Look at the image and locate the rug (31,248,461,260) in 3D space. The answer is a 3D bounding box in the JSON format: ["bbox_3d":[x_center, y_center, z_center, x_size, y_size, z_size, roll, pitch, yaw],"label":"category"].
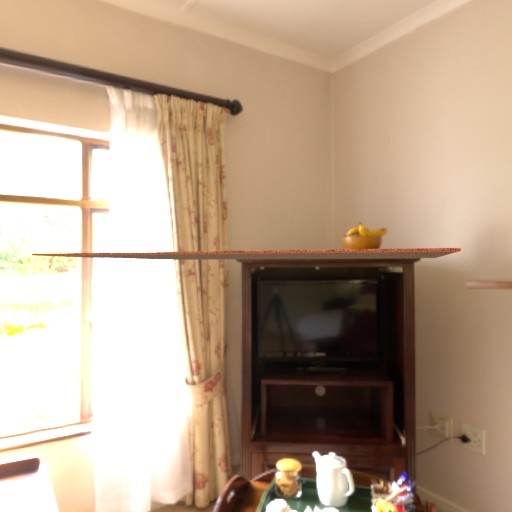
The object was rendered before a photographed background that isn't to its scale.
[{"bbox_3d":[0.000,0.000,3.089,2.438,0.015,1.524,0,-2,18],"label":"rug"}]
